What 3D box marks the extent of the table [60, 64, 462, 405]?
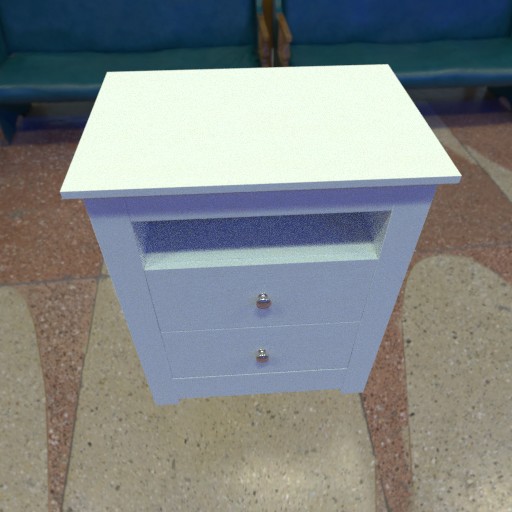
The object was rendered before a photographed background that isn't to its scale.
[{"bbox_3d":[0.000,0.000,1.041,0.589,0.711,0.406,-3,46,-3],"label":"table"}]
